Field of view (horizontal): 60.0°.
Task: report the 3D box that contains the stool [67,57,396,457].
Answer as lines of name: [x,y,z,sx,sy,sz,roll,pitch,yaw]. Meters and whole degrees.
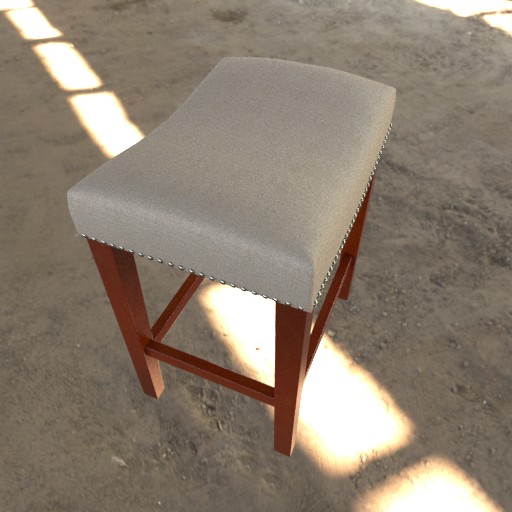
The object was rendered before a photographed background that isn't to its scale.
stool: [0.000,0.000,0.924,0.375,0.632,0.509,17,49,16]
